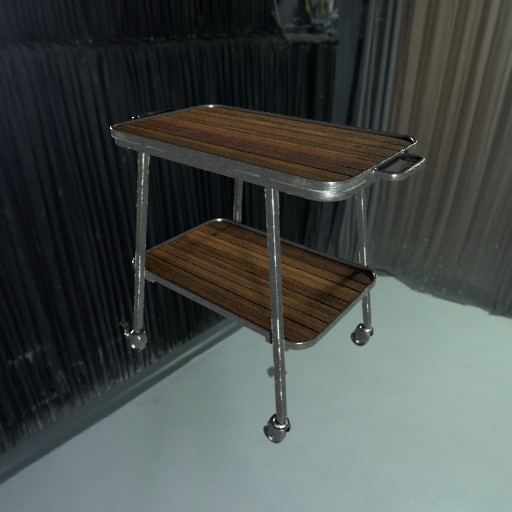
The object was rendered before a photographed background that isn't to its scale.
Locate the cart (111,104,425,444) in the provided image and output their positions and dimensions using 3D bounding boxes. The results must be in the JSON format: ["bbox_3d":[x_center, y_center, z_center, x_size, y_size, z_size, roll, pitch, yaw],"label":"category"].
[{"bbox_3d":[0.000,0.000,1.262,0.806,0.700,0.515,21,36,33],"label":"cart"}]
